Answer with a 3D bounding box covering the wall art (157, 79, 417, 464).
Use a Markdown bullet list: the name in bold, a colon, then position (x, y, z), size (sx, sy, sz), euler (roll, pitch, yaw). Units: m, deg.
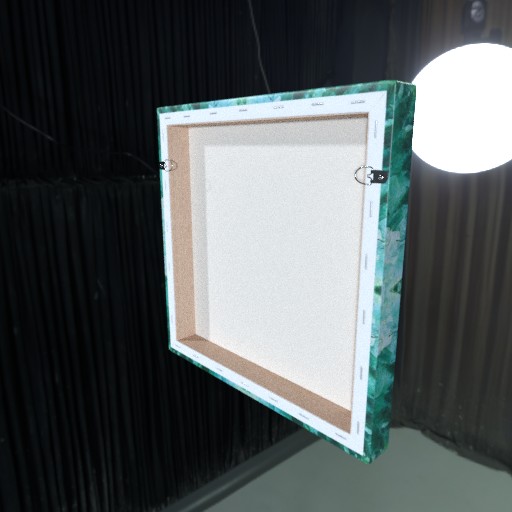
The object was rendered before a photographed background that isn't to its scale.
- **wall art**: position (0.000, 0.000, 0.464), size (0.033, 0.313, 0.313), euler (-13, 19, -42)
